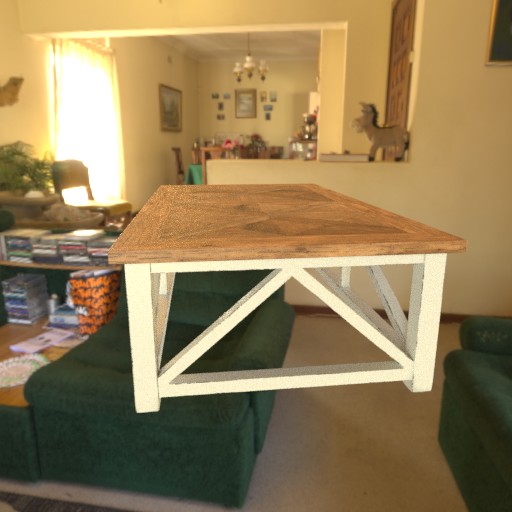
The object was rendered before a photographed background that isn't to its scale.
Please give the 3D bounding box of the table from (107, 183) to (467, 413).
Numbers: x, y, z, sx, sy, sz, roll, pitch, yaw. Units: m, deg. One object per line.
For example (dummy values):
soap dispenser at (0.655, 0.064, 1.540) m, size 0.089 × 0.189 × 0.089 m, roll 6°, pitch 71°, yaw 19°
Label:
table at (0.000, 0.000, 1.690) m, size 0.800 × 0.410 × 1.400 m, roll -2°, pitch 15°, yaw -7°
